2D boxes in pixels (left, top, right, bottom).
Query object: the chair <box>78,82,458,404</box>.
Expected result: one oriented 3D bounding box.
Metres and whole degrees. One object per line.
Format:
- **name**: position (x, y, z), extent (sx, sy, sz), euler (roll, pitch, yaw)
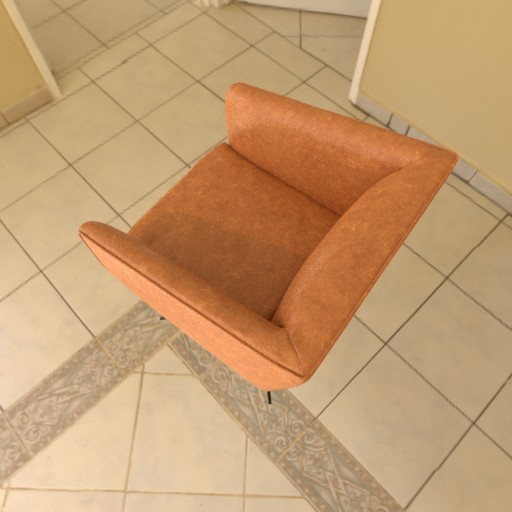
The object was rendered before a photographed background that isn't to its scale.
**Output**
- **chair**: position (0.000, 0.000, 1.221), extent (0.625, 0.760, 0.588), euler (34, 68, 16)
